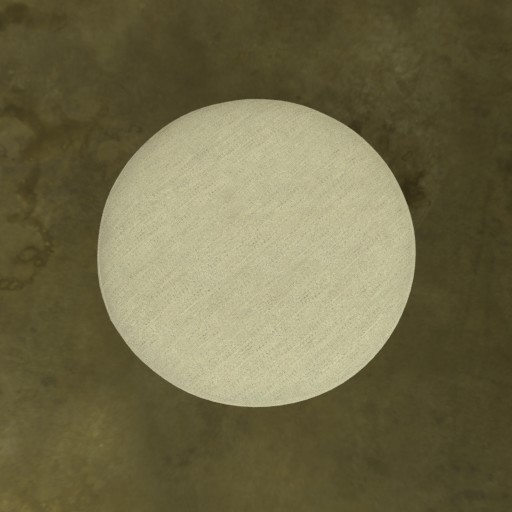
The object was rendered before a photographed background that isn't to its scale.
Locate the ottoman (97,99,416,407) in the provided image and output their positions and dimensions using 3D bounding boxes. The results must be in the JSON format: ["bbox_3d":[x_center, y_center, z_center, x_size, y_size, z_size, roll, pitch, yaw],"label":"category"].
[{"bbox_3d":[0.000,0.000,1.210,0.769,0.459,0.769,0,75,0],"label":"ottoman"}]
